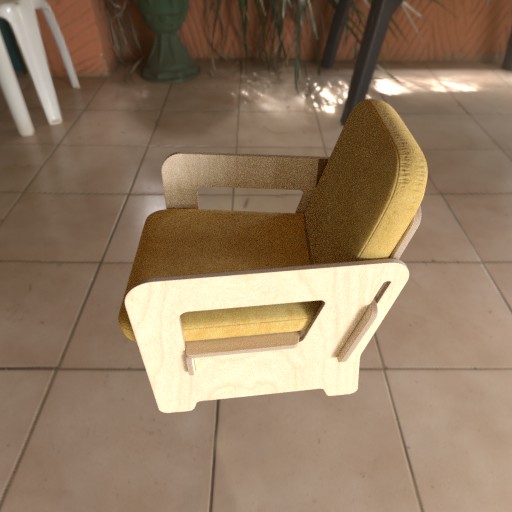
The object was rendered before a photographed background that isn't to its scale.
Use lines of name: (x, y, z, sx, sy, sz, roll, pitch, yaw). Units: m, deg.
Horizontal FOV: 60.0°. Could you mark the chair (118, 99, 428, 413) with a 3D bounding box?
chair: (0.000, 0.000, 1.273, 0.710, 0.800, 0.590, -1, 40, -1)
